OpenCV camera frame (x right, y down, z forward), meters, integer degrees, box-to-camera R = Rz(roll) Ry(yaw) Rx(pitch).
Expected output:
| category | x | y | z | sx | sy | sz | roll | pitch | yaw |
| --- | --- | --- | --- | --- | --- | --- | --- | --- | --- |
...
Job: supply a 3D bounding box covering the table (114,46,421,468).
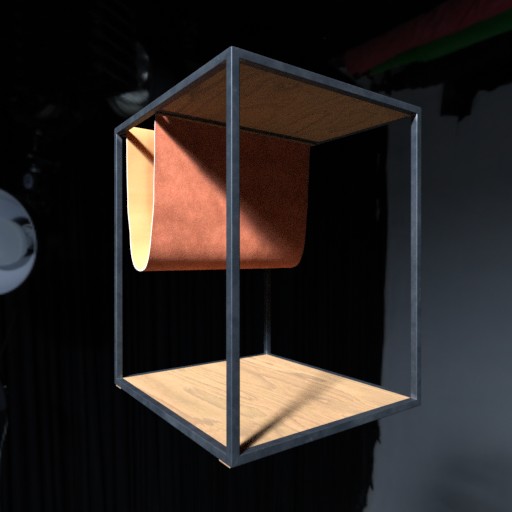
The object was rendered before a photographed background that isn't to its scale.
| category | x | y | z | sx | sy | sz | roll | pitch | yaw |
| --- | --- | --- | --- | --- | --- | --- | --- | --- | --- |
| table | 0.000 | 0.000 | 0.853 | 0.399 | 0.536 | 0.450 | 0 | 0 | -36 |
